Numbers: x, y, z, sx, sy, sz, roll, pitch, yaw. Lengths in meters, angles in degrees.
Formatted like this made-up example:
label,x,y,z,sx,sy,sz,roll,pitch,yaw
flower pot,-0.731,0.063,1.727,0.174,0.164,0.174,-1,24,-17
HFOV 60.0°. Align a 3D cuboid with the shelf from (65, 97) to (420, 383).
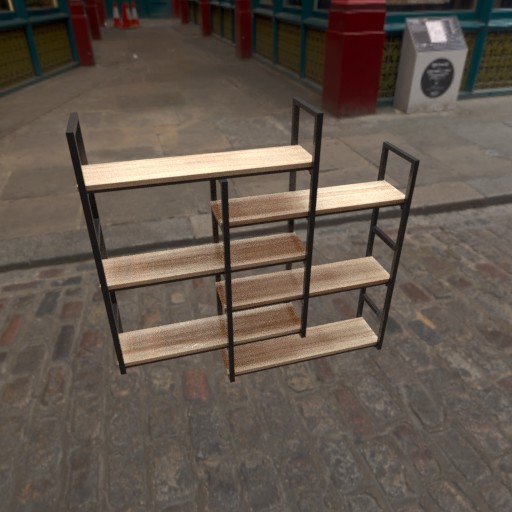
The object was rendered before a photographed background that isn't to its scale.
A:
label,x,y,z,sx,sy,sz,roll,pitch,yaw
shelf,0.000,0.000,1.416,0.946,0.921,0.183,-9,33,-14
